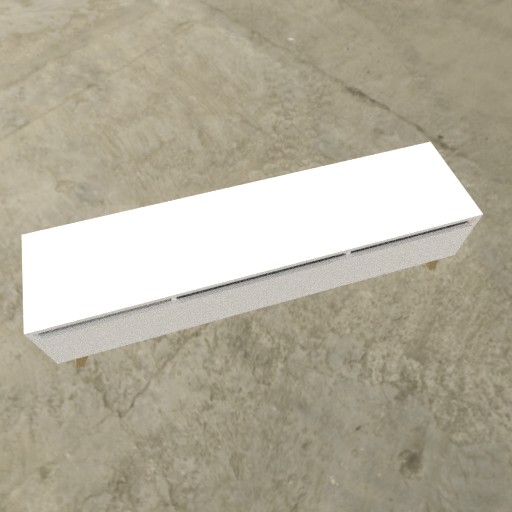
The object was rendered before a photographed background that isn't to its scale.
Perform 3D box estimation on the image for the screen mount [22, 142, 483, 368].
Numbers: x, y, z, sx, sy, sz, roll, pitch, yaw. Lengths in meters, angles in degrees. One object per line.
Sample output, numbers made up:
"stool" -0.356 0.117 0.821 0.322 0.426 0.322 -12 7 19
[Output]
"screen mount" 0.000 0.000 1.805 1.644 0.432 0.399 -14 59 -9
